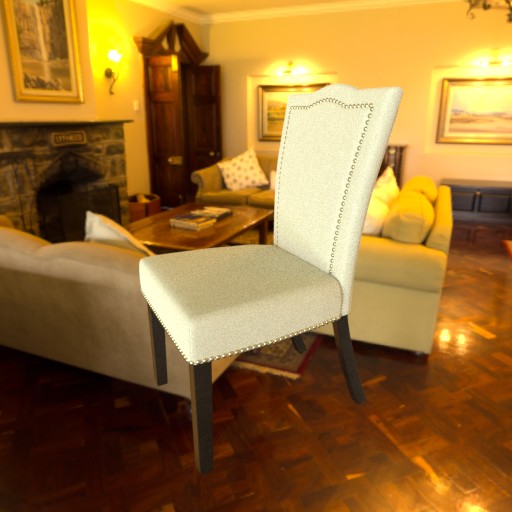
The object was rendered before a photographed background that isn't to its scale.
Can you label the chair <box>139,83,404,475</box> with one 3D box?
[{"bbox_3d":[0.000,0.000,1.283,0.589,0.946,0.518,-8,19,-25],"label":"chair"}]
